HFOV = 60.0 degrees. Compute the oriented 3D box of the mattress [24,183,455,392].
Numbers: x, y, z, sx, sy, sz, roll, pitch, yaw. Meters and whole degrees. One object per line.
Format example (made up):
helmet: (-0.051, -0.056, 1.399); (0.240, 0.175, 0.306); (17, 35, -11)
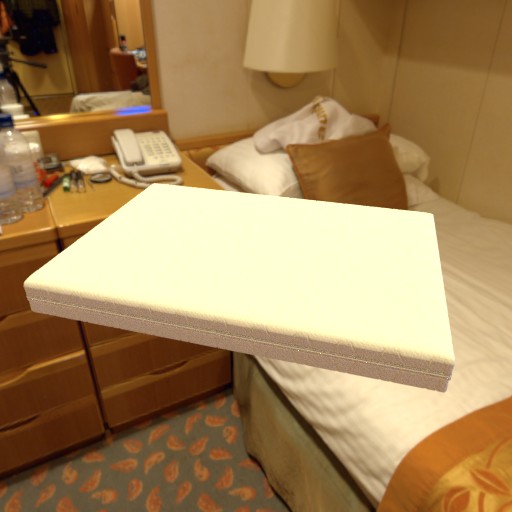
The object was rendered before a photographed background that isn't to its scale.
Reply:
mattress: (0.000, 0.000, 2.555); (2.000, 0.200, 1.400); (8, 31, 14)
